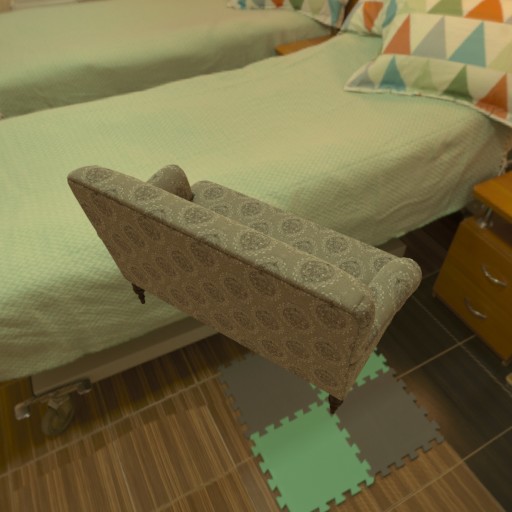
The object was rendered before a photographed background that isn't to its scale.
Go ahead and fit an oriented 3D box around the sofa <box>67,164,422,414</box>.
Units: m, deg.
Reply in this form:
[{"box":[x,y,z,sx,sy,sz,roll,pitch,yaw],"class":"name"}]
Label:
[{"box":[0.000,0.000,1.909,1.297,0.889,0.779,25,51,22],"class":"sofa"}]
